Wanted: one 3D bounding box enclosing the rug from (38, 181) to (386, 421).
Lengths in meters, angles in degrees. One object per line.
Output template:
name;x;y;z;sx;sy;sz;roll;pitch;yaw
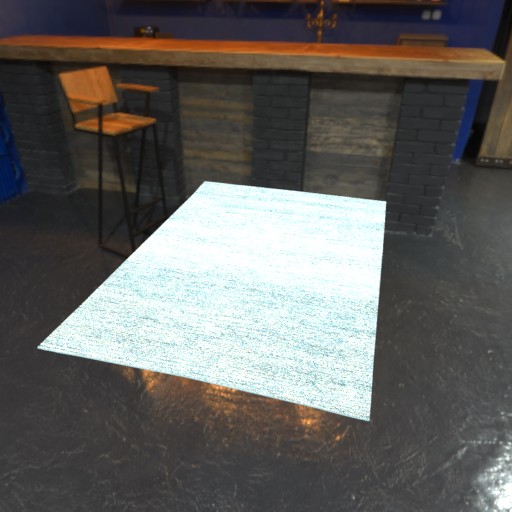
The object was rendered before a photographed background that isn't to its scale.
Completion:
rug;0.000;0.000;2.928;1.611;0.026;2.260;8;32;14
